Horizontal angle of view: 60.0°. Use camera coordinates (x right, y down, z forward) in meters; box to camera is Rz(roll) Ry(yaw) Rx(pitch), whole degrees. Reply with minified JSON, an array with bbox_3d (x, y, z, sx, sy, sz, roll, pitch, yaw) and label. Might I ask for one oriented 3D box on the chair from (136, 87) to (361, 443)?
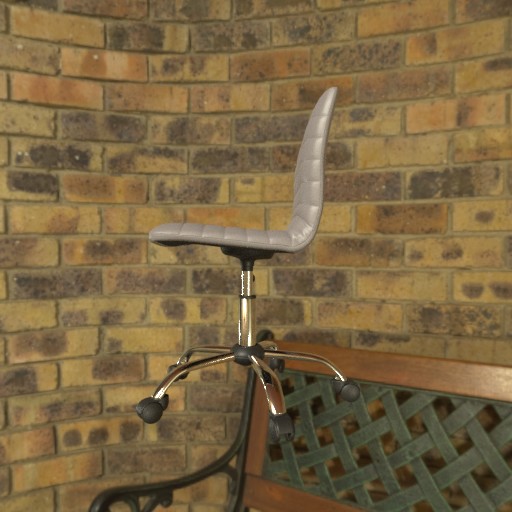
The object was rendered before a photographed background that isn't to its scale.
[{"bbox_3d":[0.000,0.000,1.156,0.542,0.750,0.569,0,1,2],"label":"chair"}]
